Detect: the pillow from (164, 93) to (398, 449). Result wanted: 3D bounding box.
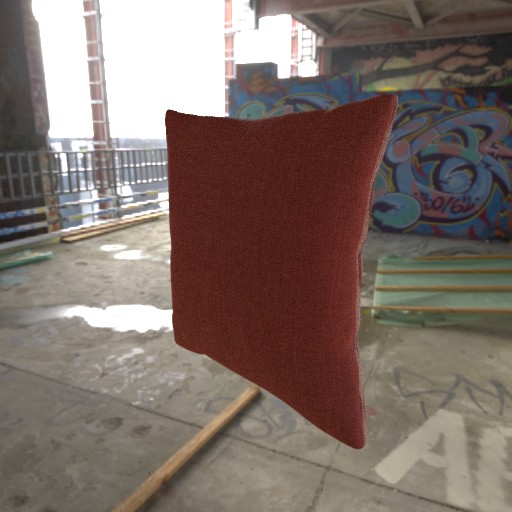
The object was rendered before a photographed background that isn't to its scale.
[{"bbox_3d":[0.000,0.000,0.659,0.159,0.434,0.429,-14,20,-43],"label":"pillow"}]
